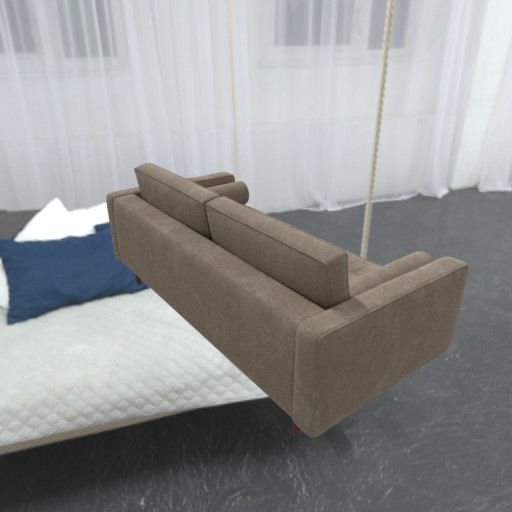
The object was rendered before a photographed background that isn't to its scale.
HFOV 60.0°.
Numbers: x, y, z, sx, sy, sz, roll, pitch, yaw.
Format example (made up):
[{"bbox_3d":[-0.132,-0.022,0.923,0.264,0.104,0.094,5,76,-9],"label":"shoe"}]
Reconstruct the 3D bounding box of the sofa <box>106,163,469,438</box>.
[{"bbox_3d":[0.000,0.000,2.362,0.920,0.769,1.883,-18,31,-33],"label":"sofa"}]
